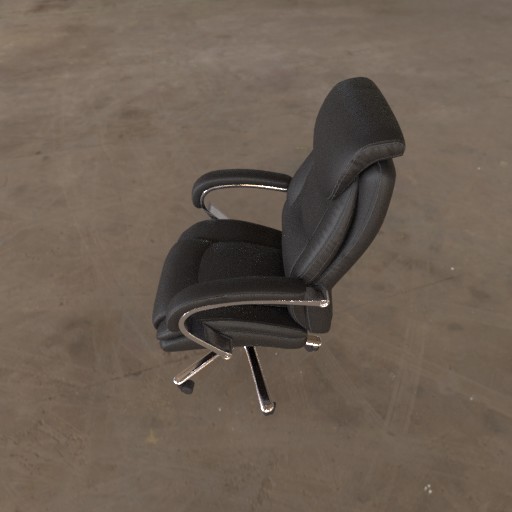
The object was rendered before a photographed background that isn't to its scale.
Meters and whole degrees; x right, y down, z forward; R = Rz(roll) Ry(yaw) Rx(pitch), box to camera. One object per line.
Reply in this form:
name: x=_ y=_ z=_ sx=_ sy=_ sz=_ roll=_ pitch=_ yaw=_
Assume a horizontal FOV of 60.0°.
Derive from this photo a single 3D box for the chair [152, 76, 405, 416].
chair: x=0.000 y=0.000 z=1.670 sx=0.790 sy=1.183 sz=0.755 roll=0 pitch=41 yaw=0
